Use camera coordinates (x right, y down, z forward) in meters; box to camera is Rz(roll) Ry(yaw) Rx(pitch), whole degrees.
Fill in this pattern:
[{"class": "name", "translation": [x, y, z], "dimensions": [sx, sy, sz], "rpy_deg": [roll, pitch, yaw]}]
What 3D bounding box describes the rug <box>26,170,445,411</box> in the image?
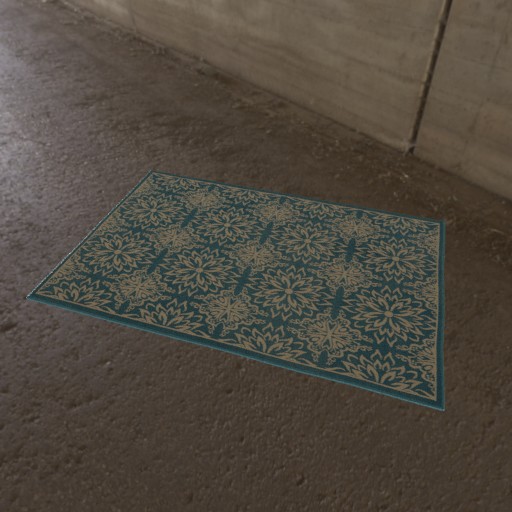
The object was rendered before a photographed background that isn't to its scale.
[{"class": "rug", "translation": [0.000, 0.000, 2.258], "dimensions": [1.833, 0.012, 1.211], "rpy_deg": [12, 42, 13]}]
